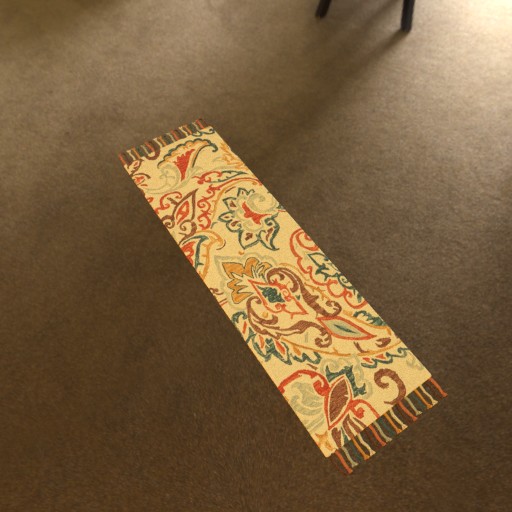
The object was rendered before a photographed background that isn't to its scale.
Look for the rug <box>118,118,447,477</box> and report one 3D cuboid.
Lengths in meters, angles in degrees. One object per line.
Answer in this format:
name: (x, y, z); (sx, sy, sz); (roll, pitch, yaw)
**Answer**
rug: (0.000, 0.000, 2.929); (0.763, 0.015, 2.682); (-30, 63, -17)
